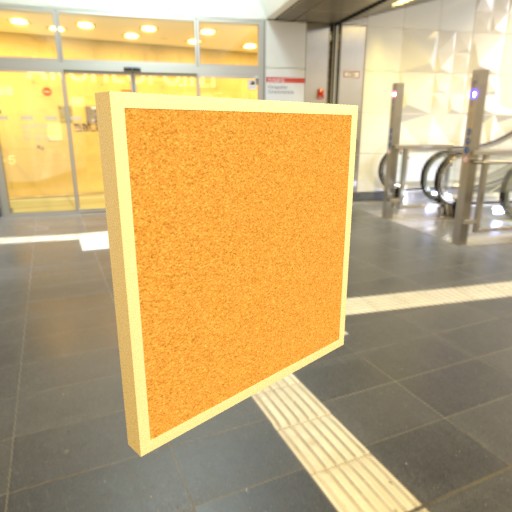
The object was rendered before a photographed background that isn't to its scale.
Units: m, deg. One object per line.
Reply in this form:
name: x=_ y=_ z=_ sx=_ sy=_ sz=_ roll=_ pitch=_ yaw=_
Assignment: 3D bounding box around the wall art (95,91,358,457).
wall art: x=0.000 y=0.000 z=0.763 sx=0.506 sy=0.505 sz=0.038 roll=-15 pitch=22 yaw=-42
